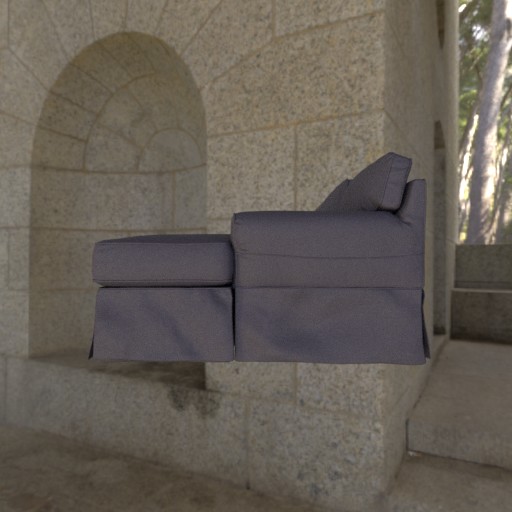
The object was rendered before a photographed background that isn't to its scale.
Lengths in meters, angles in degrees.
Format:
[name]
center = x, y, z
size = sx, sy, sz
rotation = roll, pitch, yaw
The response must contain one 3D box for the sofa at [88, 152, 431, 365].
[sofa]
center = 0.000, 0.000, 3.301
size = 1.637, 1.039, 2.518
rotation = 0, -1, -1
